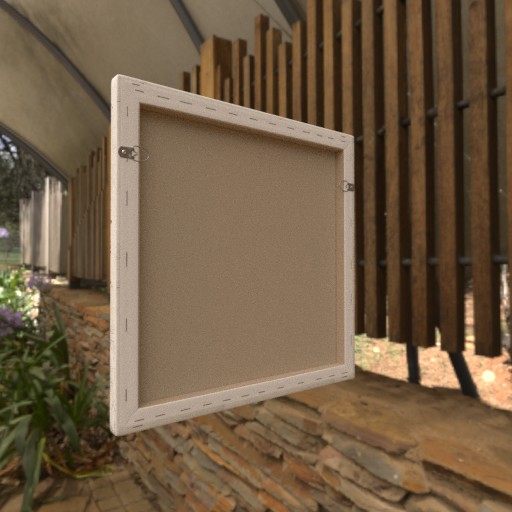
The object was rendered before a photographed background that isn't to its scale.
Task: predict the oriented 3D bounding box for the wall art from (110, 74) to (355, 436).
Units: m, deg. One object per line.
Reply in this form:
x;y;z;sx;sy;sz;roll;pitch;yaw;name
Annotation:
0.000;0.000;1.170;0.762;0.762;0.038;1;-1;-38;wall art
